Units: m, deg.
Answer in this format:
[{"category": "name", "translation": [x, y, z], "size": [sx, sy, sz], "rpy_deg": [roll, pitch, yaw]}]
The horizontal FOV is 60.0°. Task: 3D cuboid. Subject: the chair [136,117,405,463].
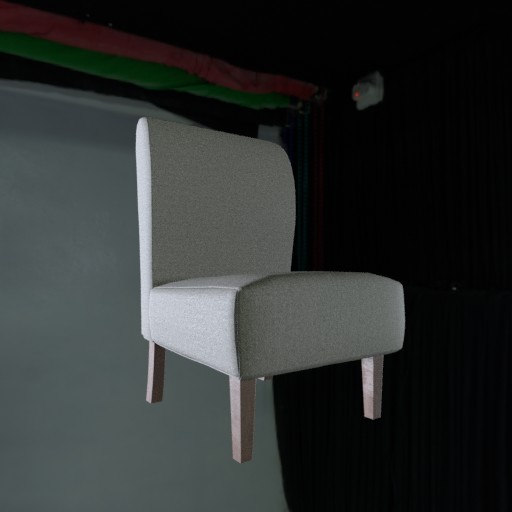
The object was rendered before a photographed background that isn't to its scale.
[{"category": "chair", "translation": [0.000, 0.000, 1.177], "size": [0.513, 0.804, 0.592], "rpy_deg": [1, -1, -37]}]
